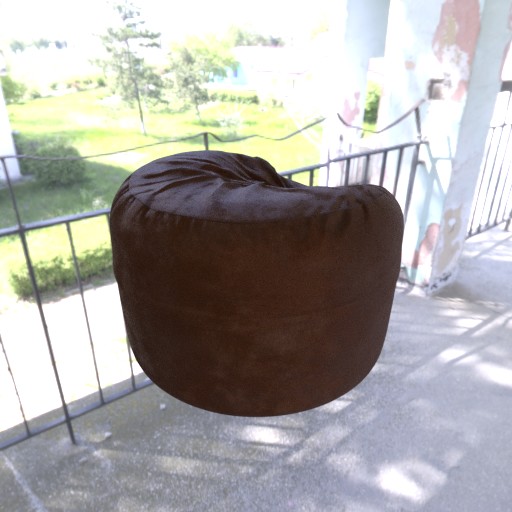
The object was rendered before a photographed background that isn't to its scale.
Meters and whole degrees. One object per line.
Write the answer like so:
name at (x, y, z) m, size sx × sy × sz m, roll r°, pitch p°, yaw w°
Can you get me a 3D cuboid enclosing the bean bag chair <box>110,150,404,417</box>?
bean bag chair at (0.000, 0.000, 1.487) m, size 0.918 × 0.616 × 0.918 m, roll 0°, pitch 27°, yaw 0°
